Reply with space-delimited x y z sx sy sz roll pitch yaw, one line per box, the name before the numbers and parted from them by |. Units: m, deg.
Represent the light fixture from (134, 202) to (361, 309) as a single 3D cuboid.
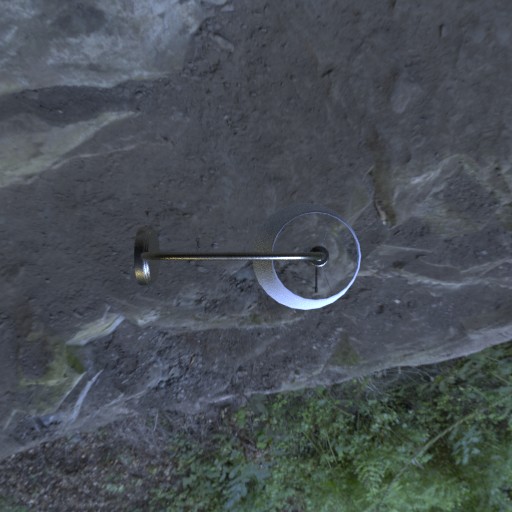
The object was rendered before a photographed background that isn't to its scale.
light fixture | 0.000 0.000 0.459 0.176 0.399 0.092 0 90 -1
